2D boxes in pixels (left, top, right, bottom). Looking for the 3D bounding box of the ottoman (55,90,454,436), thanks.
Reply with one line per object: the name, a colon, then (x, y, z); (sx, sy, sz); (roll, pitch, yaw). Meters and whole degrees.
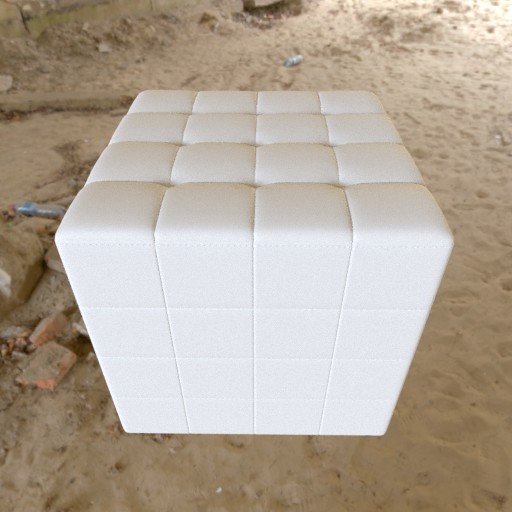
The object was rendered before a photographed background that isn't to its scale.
ottoman: (0.000, 0.000, 0.751); (0.425, 0.432, 0.425); (0, 40, 0)
